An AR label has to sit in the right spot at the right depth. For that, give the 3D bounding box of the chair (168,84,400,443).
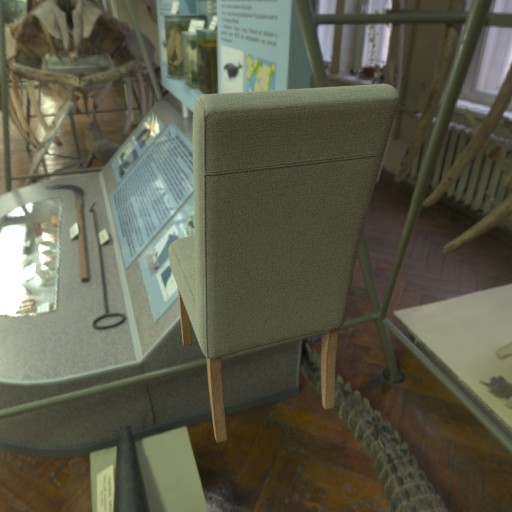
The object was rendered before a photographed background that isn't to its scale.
[{"bbox_3d":[0.000,0.000,1.347,0.450,1.033,0.611,-10,31,-18],"label":"chair"}]
